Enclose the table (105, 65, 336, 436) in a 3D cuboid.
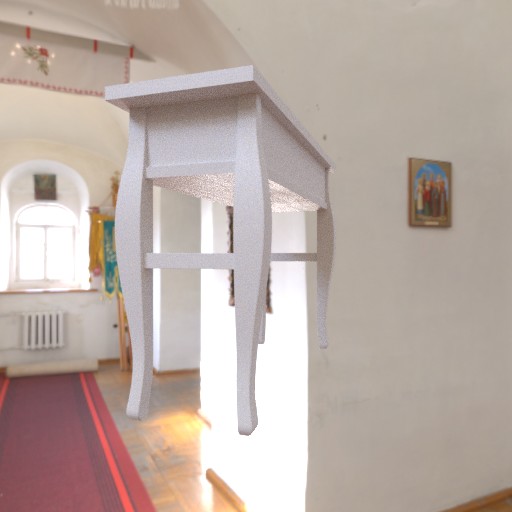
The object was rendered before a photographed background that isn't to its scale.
[{"bbox_3d":[0.000,0.000,1.444,0.373,0.768,1.062,0,0,19],"label":"table"}]
